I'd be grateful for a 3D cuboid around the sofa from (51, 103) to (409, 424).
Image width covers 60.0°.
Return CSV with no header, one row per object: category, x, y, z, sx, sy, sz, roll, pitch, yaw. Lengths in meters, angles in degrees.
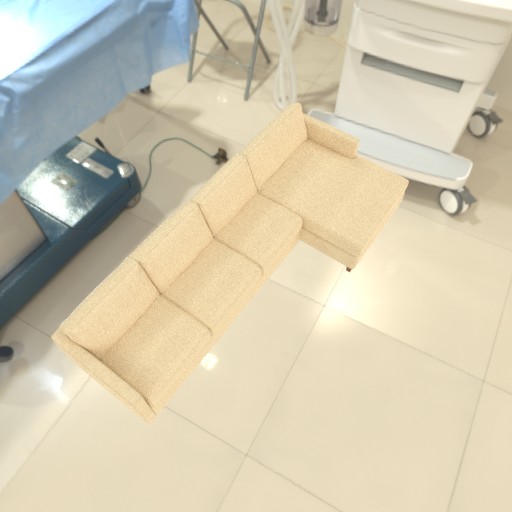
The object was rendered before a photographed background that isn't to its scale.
sofa,0.000,0.000,4.255,1.603,0.954,3.471,31,62,18
